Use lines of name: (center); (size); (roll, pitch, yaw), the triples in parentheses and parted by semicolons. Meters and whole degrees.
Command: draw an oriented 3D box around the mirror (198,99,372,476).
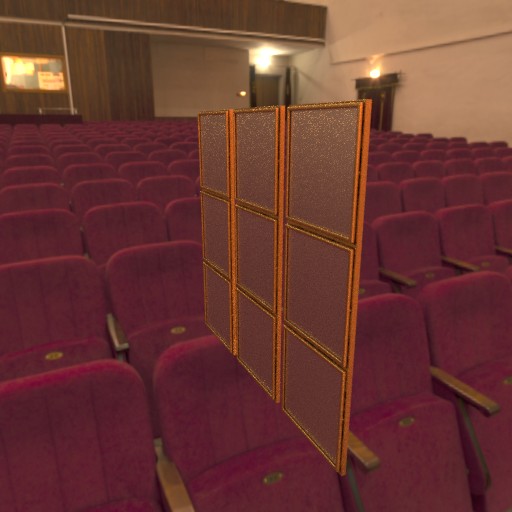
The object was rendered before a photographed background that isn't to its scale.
mirror: (0.000, 0.000, 1.457); (0.023, 0.926, 1.011); (-8, 18, -25)
